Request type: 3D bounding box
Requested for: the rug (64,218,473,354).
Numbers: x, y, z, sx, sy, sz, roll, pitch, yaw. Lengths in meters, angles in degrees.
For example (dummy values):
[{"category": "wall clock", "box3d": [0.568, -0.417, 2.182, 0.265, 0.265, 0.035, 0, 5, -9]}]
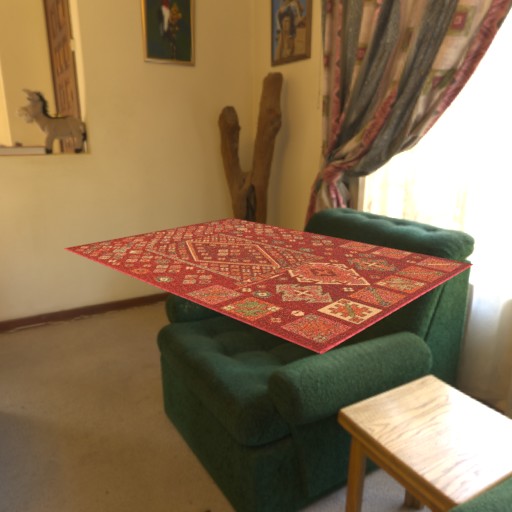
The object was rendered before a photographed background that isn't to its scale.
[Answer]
[{"category": "rug", "box3d": [0.000, 0.000, 4.390, 3.306, 0.011, 2.389, 15, 21, 42]}]
